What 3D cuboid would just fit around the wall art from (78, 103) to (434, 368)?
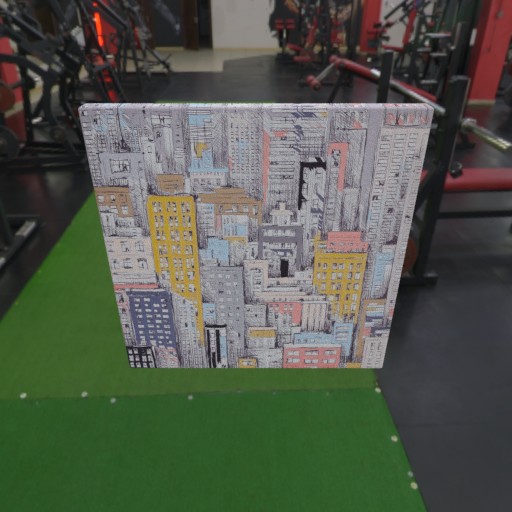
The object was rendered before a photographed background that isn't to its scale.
[{"bbox_3d":[0.000,0.000,1.157,0.761,0.762,0.048,0,31,0],"label":"wall art"}]
